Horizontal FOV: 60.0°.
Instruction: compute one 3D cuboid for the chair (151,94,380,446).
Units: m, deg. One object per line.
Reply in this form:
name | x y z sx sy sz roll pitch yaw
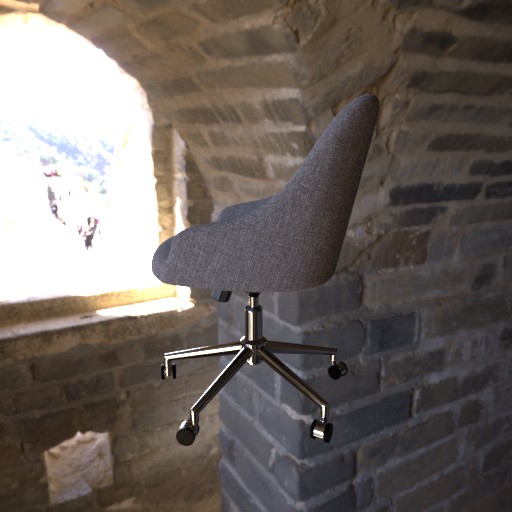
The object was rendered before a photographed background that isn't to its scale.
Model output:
chair | 0.000 0.000 1.432 0.712 0.950 0.671 2 13 9
